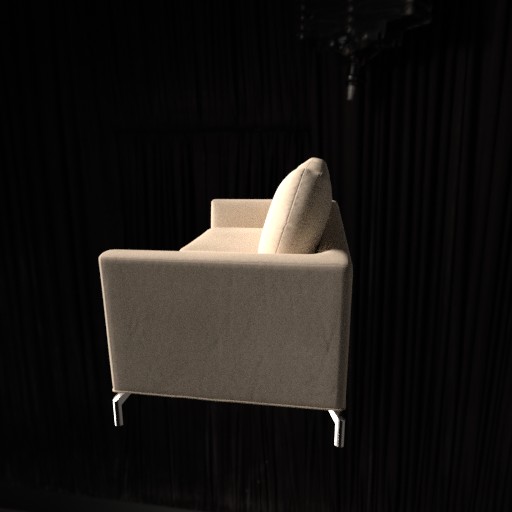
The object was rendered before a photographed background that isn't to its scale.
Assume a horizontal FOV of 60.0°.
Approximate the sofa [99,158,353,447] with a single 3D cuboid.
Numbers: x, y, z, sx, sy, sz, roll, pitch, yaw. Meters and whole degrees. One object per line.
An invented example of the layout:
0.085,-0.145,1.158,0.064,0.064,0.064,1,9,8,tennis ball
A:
0.000,0.000,2.374,0.906,0.995,1.739,2,14,8,sofa
